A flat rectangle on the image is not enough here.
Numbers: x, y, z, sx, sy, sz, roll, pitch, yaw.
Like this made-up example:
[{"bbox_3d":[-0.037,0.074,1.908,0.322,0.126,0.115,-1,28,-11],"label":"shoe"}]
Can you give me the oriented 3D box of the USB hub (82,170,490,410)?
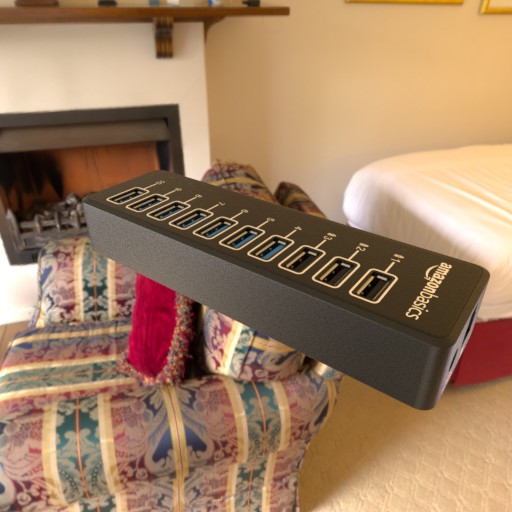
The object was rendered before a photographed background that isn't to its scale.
[{"bbox_3d":[0.000,0.000,0.160,0.145,0.023,0.044,21,37,31],"label":"USB hub"}]
